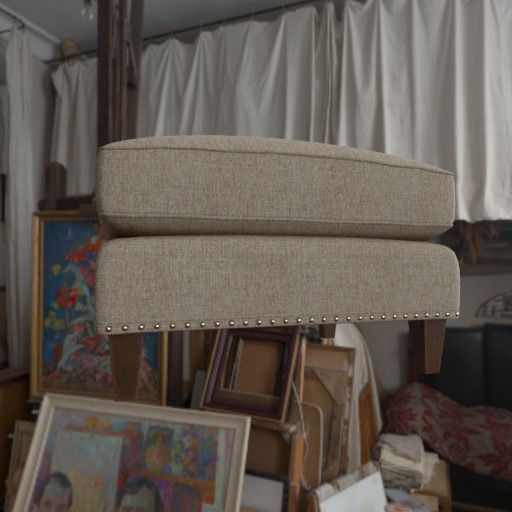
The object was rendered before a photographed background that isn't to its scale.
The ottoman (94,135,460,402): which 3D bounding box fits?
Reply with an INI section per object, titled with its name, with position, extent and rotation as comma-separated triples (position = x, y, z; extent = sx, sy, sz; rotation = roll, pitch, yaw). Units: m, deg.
[ottoman]
position = 0.000, 0.000, 1.108
extent = 0.741, 0.513, 0.584
rotation = 0, -1, -18
